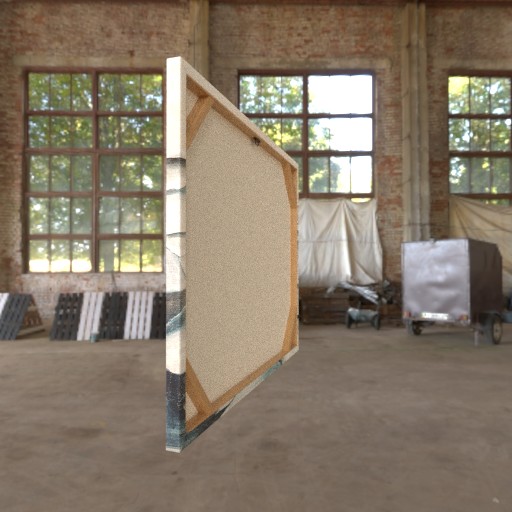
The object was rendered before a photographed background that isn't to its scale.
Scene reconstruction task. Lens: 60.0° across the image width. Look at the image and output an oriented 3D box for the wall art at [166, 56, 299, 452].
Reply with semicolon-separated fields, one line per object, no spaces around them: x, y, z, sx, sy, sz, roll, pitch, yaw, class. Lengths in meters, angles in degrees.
0.000;0.000;1.604;0.039;0.915;1.219;0;-1;18;wall art
